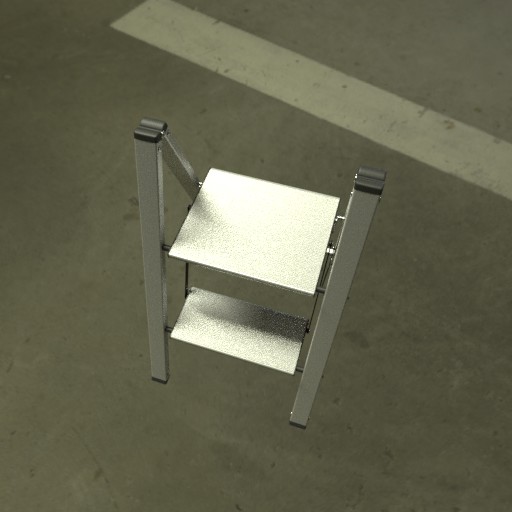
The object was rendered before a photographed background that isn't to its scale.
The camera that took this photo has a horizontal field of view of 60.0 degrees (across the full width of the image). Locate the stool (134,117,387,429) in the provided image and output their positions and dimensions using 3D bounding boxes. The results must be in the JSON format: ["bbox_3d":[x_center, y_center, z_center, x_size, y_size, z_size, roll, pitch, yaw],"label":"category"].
[{"bbox_3d":[0.000,0.000,1.028,0.440,0.670,0.535,15,59,9],"label":"stool"}]
